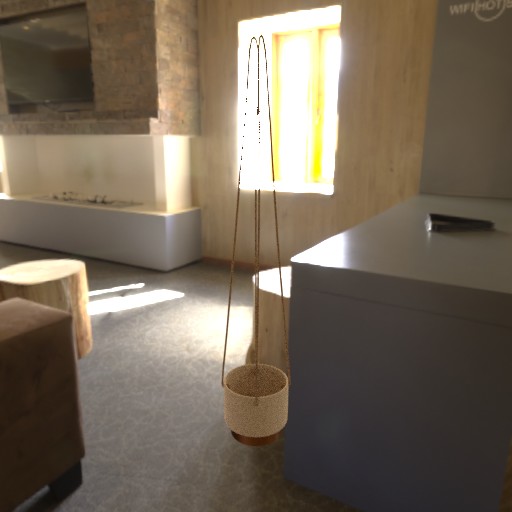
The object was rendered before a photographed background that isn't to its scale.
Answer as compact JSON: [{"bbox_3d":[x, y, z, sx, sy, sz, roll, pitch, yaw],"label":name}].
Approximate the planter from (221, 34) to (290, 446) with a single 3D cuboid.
[{"bbox_3d":[0.000,0.000,0.924,0.146,0.841,0.146,14,21,43],"label":"planter"}]
